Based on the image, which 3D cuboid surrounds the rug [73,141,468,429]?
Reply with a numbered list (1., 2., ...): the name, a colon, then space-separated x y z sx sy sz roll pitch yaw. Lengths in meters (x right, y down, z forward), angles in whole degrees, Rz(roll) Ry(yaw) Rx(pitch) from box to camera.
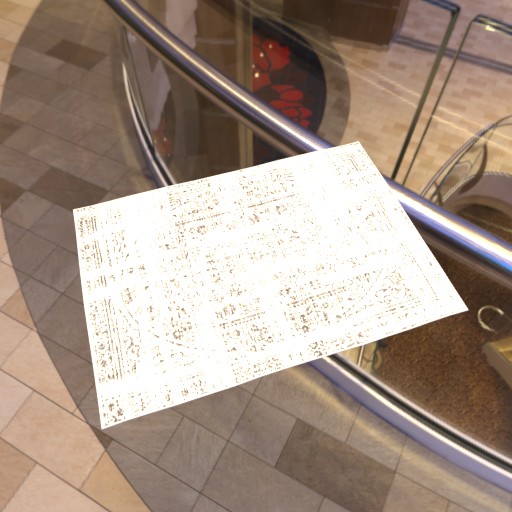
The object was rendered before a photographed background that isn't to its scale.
1. rug: 0.000 0.000 3.187 2.438 0.026 1.706 -15 58 -10
